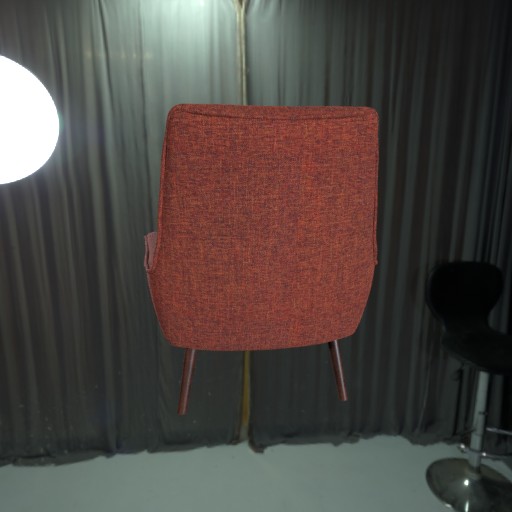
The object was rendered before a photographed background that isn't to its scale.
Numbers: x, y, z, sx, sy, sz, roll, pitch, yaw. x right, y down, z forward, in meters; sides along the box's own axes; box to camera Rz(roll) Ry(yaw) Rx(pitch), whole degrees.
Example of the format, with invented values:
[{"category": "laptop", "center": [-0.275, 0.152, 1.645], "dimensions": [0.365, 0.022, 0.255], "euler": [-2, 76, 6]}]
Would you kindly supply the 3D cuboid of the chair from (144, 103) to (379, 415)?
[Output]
[{"category": "chair", "center": [0.000, 0.000, 1.514], "dimensions": [0.803, 0.911, 0.784], "euler": [-2, 13, -9]}]
